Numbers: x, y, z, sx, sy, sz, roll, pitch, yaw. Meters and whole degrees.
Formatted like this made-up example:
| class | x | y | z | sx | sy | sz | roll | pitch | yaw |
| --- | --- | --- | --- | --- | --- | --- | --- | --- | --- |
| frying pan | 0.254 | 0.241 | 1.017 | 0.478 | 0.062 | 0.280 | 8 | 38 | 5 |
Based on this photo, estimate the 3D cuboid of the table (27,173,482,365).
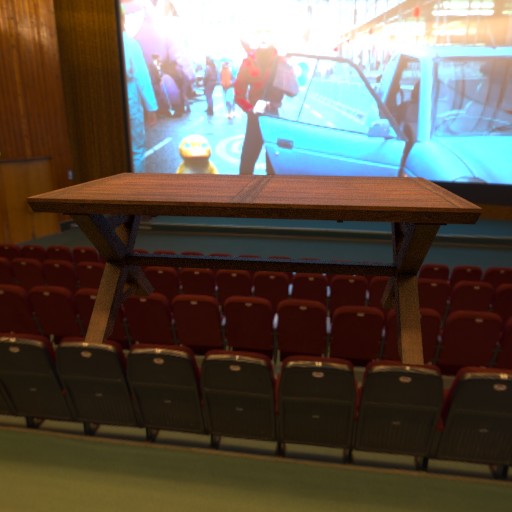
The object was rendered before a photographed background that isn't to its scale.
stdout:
| class | x | y | z | sx | sy | sz | roll | pitch | yaw |
| --- | --- | --- | --- | --- | --- | --- | --- | --- | --- |
| table | 0.000 | 0.000 | 2.515 | 1.966 | 0.793 | 1.071 | 2 | 17 | 7 |
